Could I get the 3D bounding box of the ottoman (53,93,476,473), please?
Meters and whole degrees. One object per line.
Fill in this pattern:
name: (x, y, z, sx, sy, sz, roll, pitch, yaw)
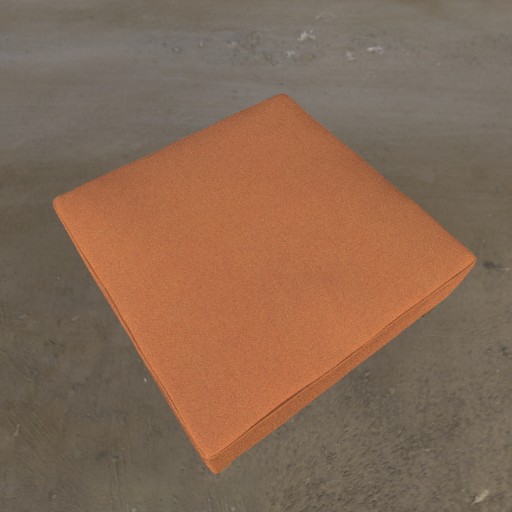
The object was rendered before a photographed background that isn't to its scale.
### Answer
ottoman: (0.000, 0.000, 1.551, 0.999, 0.438, 0.997, -31, 62, -18)
